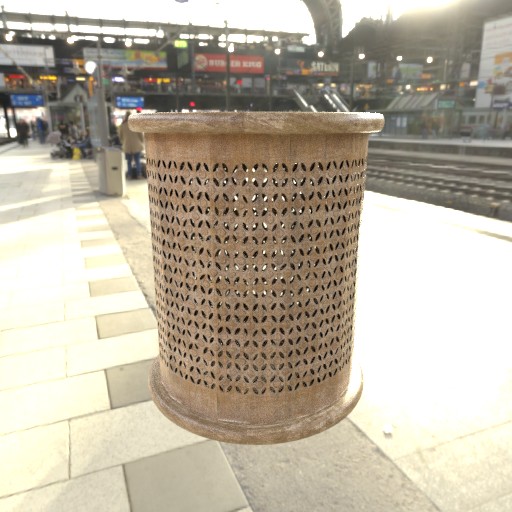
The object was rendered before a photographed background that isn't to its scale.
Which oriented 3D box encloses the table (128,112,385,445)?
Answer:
[{"bbox_3d":[0.000,0.000,0.794,0.407,0.482,0.407,0,17,0],"label":"table"}]
